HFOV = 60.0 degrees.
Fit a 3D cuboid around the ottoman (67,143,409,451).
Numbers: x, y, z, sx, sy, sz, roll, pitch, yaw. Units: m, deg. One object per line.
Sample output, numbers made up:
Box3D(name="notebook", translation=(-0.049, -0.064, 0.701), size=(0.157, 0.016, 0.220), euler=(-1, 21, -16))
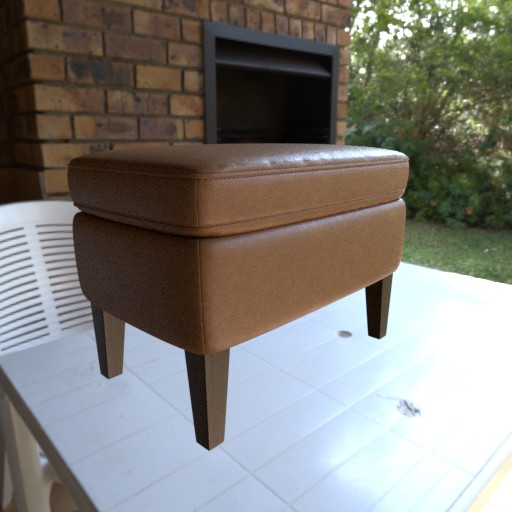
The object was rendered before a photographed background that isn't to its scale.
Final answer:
Box3D(name="ottoman", translation=(0.000, 0.000, 0.978), size=(0.420, 0.480, 0.670), euler=(14, 20, 41))
